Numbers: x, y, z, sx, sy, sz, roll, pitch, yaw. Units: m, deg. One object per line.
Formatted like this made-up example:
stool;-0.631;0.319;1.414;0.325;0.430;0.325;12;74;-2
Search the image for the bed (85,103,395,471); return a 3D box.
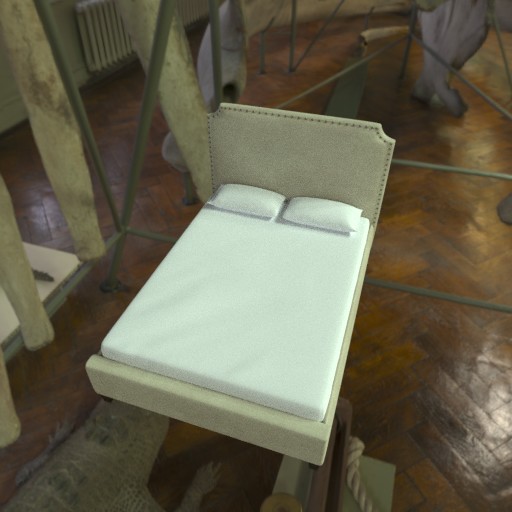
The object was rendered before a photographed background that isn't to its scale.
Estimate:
bed;0.000;0.000;3.492;1.712;1.443;2.372;12;42;14
